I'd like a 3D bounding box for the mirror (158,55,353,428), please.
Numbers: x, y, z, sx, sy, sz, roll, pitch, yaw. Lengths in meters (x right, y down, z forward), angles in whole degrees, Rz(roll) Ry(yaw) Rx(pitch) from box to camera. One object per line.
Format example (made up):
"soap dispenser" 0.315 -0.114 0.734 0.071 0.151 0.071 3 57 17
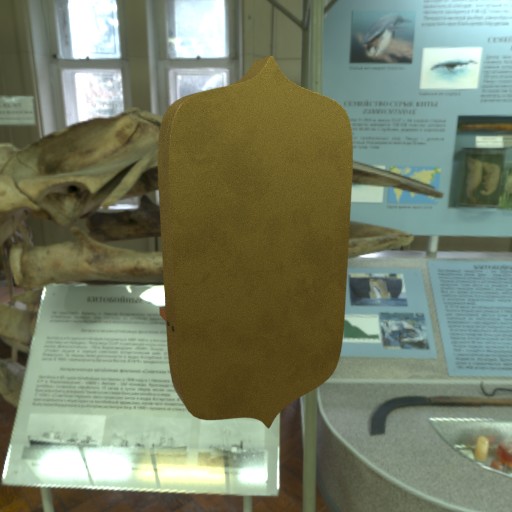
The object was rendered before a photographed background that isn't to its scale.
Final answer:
"mirror" 0.000 0.000 0.750 0.323 0.613 0.096 -8 17 -28
